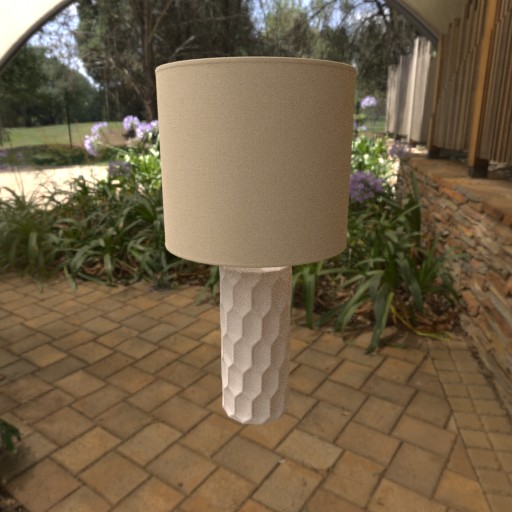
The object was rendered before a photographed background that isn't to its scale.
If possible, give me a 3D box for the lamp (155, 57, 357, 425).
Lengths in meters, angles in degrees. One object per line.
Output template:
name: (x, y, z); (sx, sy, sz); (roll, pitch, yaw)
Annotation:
lamp: (0.000, 0.000, 0.696); (0.277, 0.537, 0.277); (2, 16, 6)
